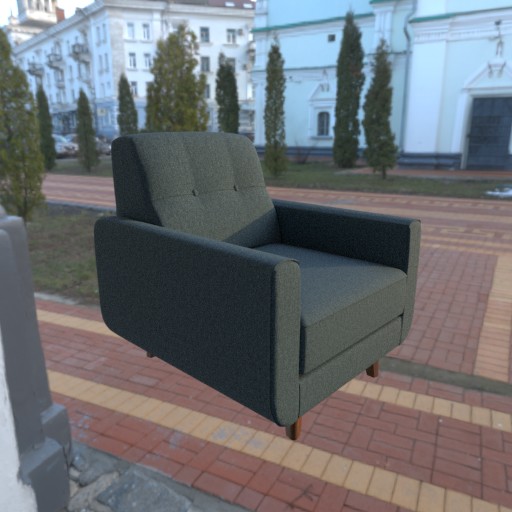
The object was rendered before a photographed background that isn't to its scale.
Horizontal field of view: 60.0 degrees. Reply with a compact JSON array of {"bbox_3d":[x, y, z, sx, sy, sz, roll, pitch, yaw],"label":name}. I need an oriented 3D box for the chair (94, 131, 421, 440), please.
[{"bbox_3d":[0.000,0.000,1.731,0.964,0.940,0.880,14,20,41],"label":"chair"}]
